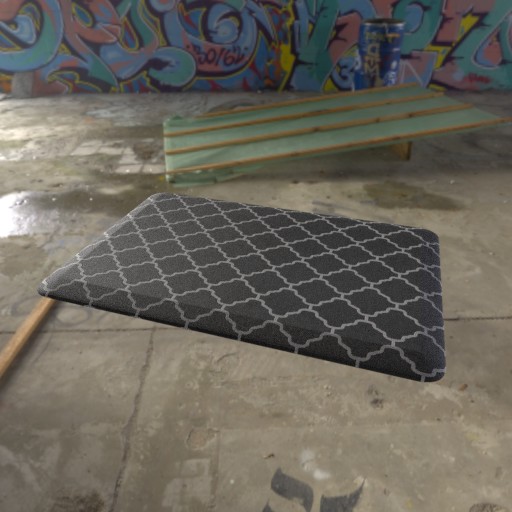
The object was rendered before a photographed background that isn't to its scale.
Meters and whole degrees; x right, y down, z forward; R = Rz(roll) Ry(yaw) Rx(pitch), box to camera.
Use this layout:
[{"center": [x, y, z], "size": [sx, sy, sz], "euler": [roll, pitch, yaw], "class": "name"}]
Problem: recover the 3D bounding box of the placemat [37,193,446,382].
[{"center": [0.000, 0.000, 0.961], "size": [0.762, 0.021, 0.508], "euler": [10, 33, 15], "class": "placemat"}]
